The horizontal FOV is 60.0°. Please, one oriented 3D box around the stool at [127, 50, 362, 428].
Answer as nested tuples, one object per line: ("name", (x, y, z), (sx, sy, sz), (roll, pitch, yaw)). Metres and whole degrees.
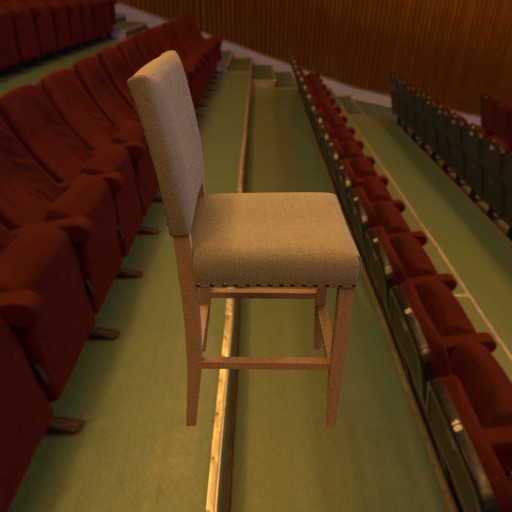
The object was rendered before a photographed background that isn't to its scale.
("stool", (0.000, 0.000, 1.442), (0.585, 1.173, 0.445), (0, 31, 0))
